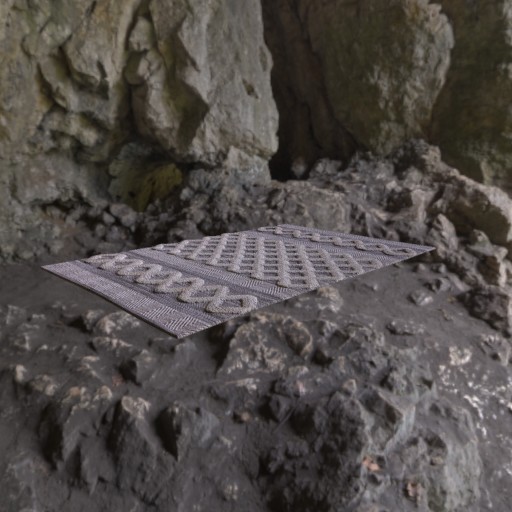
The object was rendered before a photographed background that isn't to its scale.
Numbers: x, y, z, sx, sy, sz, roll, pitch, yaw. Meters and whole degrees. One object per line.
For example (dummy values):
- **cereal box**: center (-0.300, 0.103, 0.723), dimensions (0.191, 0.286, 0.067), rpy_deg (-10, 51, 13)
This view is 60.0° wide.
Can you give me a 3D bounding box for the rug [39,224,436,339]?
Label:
- **rug**: center (0.000, 0.000, 3.051), dimensions (2.333, 0.033, 1.513), rpy_deg (-13, 19, -43)
